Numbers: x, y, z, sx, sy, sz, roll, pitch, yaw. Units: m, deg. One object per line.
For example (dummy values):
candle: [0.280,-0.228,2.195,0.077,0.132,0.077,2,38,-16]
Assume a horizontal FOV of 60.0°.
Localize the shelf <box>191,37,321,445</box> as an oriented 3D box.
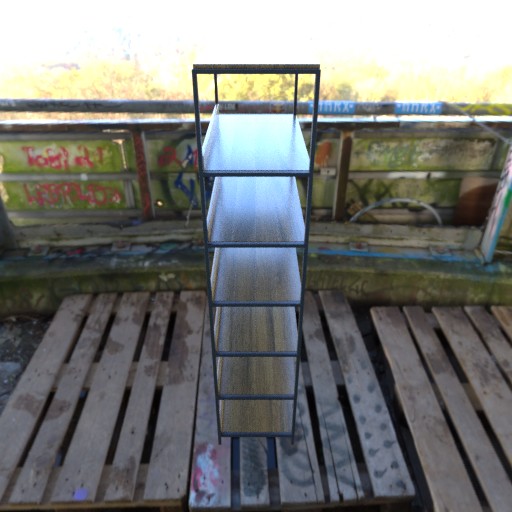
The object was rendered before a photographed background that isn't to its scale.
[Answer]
shelf: [0.000,0.000,2.353,0.431,2.015,0.847,0,32,0]
